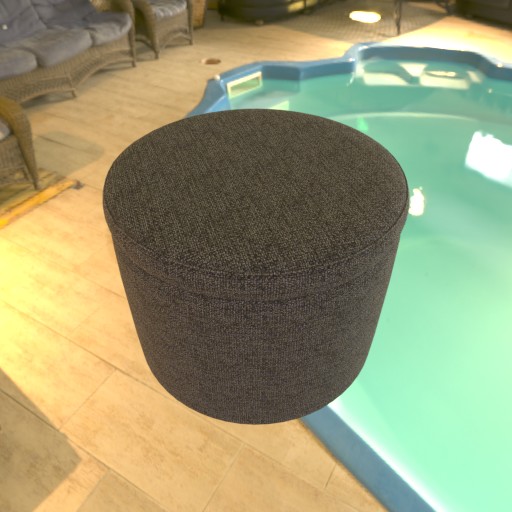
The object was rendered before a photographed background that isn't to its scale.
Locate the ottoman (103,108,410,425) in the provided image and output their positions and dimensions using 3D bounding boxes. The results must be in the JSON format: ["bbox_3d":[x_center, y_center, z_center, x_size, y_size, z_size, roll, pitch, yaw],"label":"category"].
[{"bbox_3d":[0.000,0.000,0.888,0.520,0.430,0.520,0,42,0],"label":"ottoman"}]
